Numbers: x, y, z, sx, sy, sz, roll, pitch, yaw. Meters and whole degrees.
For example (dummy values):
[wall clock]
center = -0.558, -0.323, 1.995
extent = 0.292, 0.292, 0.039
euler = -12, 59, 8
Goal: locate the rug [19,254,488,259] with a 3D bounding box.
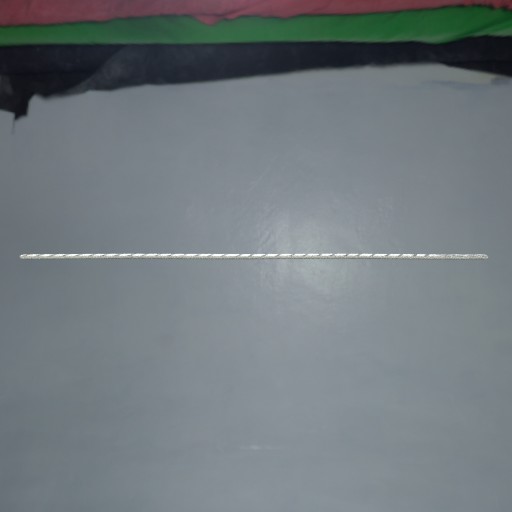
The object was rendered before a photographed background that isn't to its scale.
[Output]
[rug]
center = 0.000, 0.000, 3.210
extent = 2.449, 0.028, 1.829
euler = 0, 0, 2
